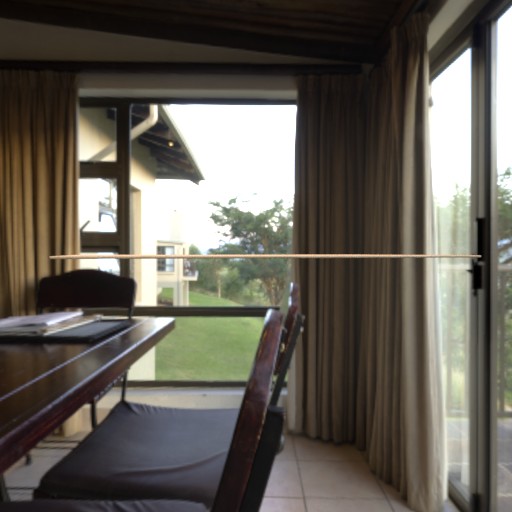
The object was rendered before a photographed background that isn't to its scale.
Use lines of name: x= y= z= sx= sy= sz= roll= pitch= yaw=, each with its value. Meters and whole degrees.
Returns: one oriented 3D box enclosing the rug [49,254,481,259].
rug: x=0.000 y=0.000 z=3.074 sx=2.441 sy=0.014 sz=1.531 roll=0 pitch=0 yaw=-18
